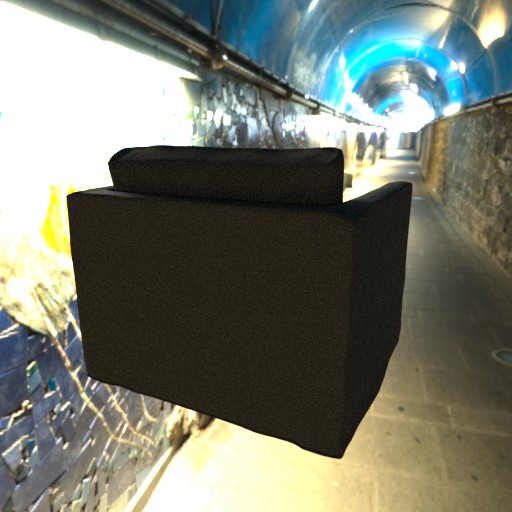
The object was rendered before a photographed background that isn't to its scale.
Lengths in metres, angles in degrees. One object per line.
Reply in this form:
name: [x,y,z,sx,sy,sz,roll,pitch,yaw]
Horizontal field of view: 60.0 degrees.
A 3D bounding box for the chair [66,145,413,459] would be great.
chair: [0.000,0.000,1.768,1.057,0.863,0.949,8,17,26]
